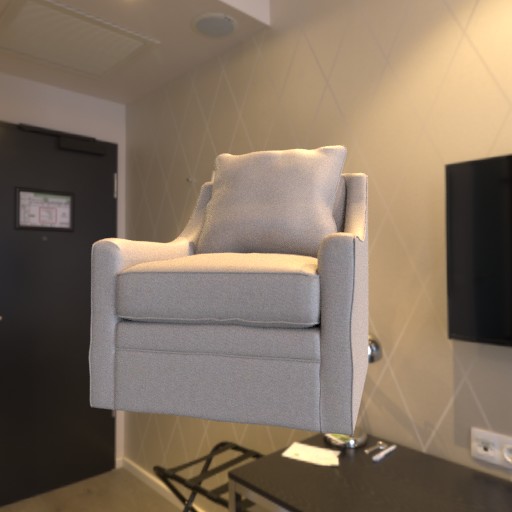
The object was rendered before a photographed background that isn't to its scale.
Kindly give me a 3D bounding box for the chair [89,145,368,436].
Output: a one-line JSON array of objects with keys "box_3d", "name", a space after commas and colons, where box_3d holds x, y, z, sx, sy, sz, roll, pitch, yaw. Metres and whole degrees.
[{"box_3d": [0.000, 0.000, 1.588, 0.760, 0.942, 0.876, 0, -1, 17], "name": "chair"}]
